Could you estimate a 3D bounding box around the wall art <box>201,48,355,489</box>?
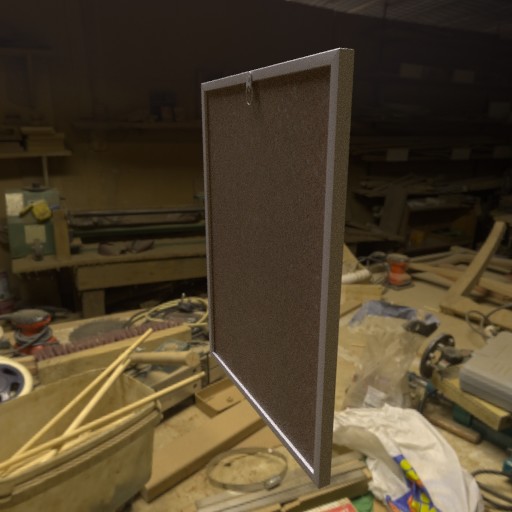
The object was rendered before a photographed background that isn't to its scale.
[{"bbox_3d":[0.000,0.000,1.365,0.042,1.056,0.805,-8,18,-25],"label":"wall art"}]
